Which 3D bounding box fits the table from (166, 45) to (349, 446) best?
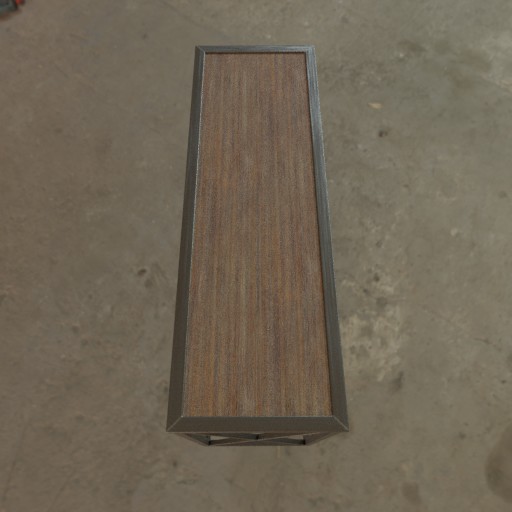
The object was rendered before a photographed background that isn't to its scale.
[{"bbox_3d":[0.000,0.000,1.571,0.402,0.753,1.216,0,64,0],"label":"table"}]
